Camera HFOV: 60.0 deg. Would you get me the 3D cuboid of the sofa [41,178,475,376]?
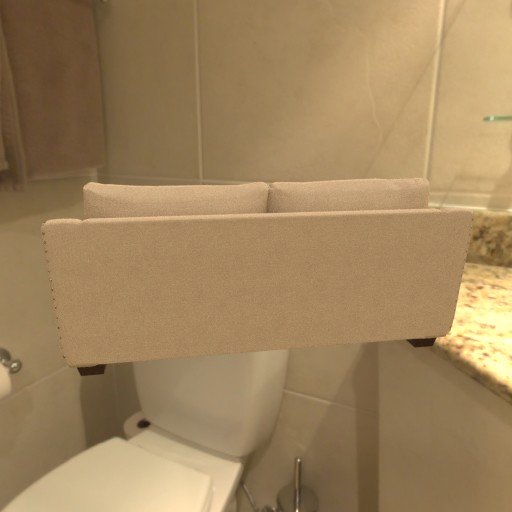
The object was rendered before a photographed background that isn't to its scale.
[{"bbox_3d":[0.000,0.000,2.712,2.107,0.983,1.104,-3,15,-10],"label":"sofa"}]
